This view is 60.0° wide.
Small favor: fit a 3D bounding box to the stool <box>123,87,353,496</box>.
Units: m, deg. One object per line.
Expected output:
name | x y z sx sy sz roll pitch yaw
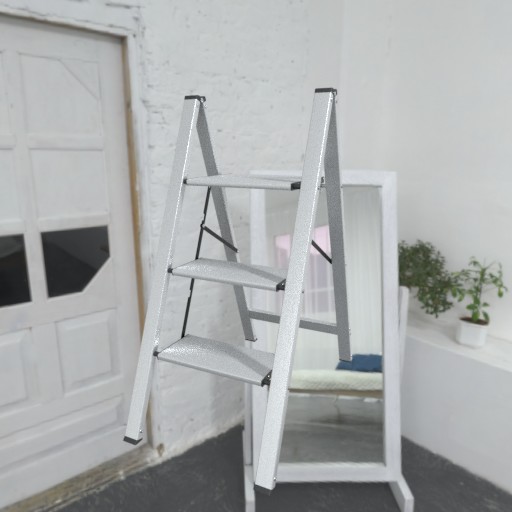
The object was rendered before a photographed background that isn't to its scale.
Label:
stool | 0.000 0.000 1.298 0.441 0.902 0.730 7 16 26
